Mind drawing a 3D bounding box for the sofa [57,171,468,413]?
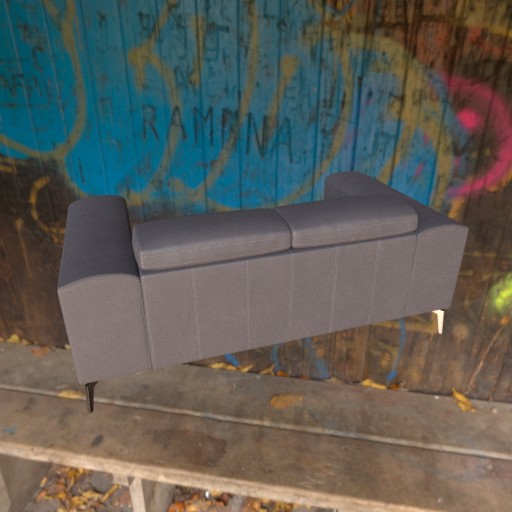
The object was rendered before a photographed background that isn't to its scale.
[{"bbox_3d":[0.000,0.000,2.410,1.895,0.779,1.003,-8,28,-16],"label":"sofa"}]
